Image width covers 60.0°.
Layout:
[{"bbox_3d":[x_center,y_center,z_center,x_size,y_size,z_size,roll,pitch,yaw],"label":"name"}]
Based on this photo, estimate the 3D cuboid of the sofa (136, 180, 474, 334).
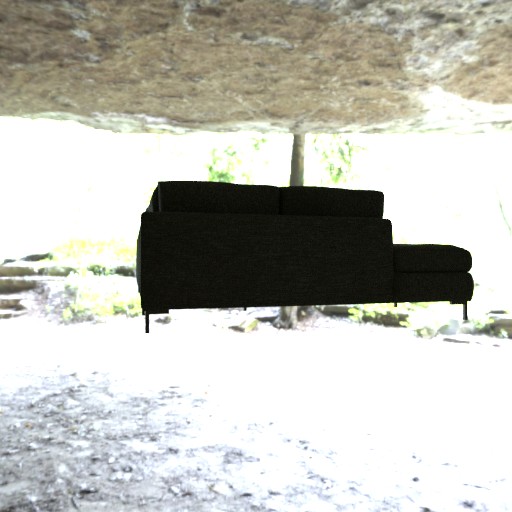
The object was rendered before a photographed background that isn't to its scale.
[{"bbox_3d":[0.000,0.000,3.872,2.007,0.815,2.949,0,-1,-16],"label":"sofa"}]
